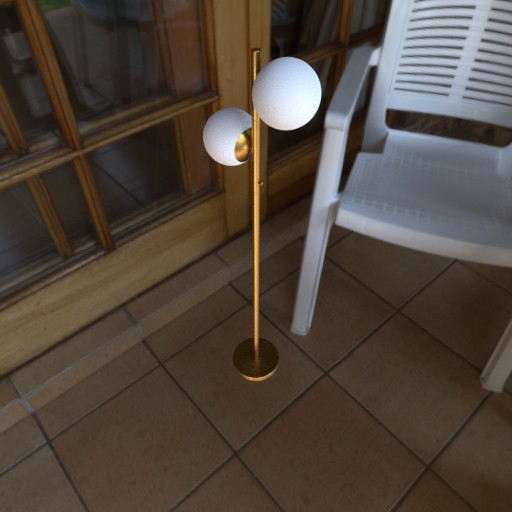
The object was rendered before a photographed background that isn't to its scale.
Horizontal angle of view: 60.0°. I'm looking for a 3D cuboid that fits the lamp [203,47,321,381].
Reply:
[{"bbox_3d":[0.000,0.000,1.801,0.419,1.641,0.249,34,55,28],"label":"lamp"}]
